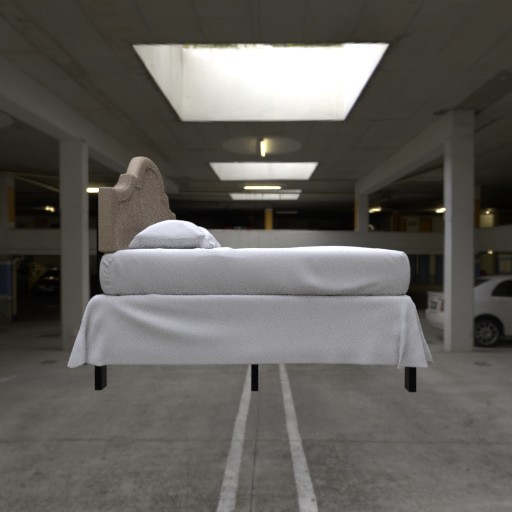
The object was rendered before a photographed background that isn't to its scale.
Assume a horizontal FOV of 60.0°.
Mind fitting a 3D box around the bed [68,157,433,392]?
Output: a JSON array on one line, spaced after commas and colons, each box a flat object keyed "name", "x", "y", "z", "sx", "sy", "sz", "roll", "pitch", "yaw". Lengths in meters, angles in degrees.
[{"name": "bed", "x": 0.000, "y": 0.000, "z": 3.733, "sx": 2.222, "sy": 1.631, "sz": 2.303, "roll": 0, "pitch": 1, "yaw": 1}]
